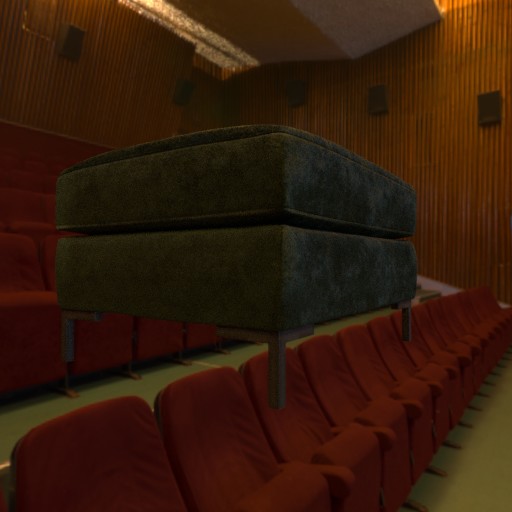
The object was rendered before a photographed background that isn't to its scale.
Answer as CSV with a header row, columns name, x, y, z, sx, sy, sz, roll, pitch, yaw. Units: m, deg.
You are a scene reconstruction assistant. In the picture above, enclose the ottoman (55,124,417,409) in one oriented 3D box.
name,x,y,z,sx,sy,sz,roll,pitch,yaw
ottoman,0.000,0.000,1.274,0.701,0.538,0.839,-1,-1,35
